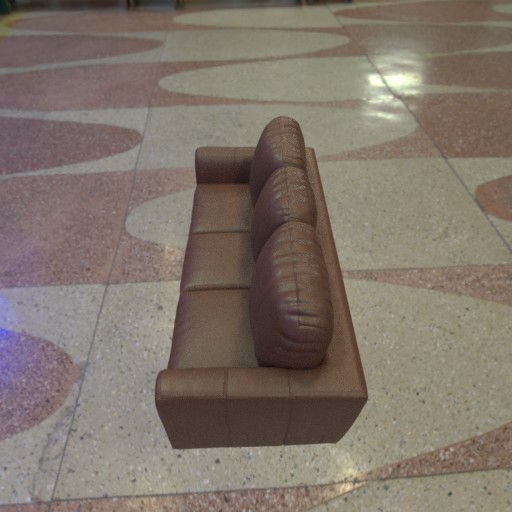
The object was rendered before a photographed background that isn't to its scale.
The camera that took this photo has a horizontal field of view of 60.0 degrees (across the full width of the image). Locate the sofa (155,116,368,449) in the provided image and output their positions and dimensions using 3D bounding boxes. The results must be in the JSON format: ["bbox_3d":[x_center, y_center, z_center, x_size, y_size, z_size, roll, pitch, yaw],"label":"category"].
[{"bbox_3d":[0.000,0.000,2.380,0.802,0.915,1.862,-1,43,-1],"label":"sofa"}]
